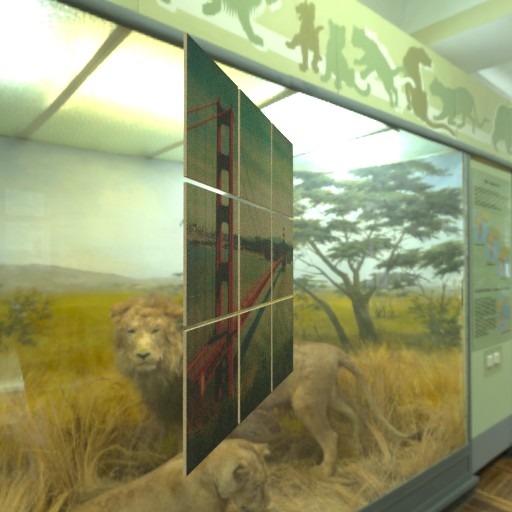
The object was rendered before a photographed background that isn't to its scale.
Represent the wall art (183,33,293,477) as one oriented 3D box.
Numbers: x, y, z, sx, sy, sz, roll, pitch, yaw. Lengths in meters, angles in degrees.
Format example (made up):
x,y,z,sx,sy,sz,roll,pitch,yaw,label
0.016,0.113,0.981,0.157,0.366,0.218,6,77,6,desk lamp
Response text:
x,y,z,sx,sy,sz,roll,pitch,yaw,label
0.000,0.000,2.226,0.014,1.507,1.519,0,-1,19,wall art
